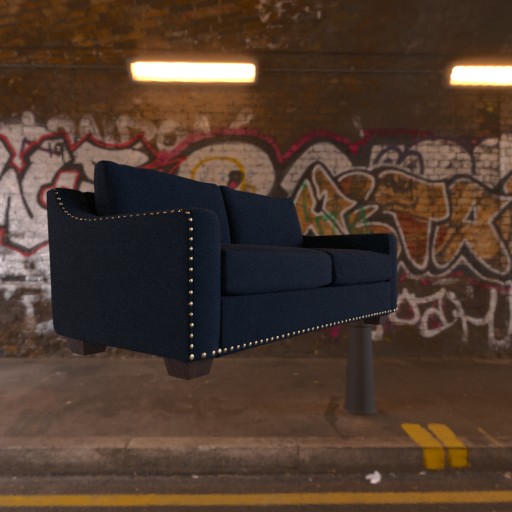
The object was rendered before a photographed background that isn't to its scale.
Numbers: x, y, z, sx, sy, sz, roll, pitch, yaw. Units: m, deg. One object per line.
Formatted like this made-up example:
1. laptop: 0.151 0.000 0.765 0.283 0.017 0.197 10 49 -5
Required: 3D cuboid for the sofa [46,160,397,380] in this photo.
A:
1. sofa: 0.000 0.000 2.764 1.104 0.983 2.107 -1 -1 38
